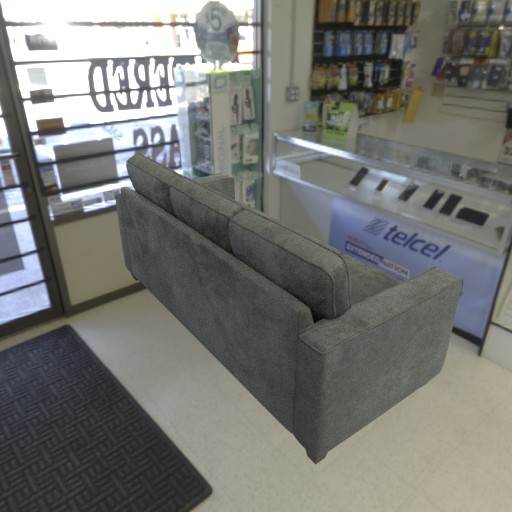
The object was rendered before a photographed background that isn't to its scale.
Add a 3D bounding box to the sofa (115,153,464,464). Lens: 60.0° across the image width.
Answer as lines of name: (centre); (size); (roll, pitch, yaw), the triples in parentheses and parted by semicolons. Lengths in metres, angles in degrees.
sofa: (0.000, 0.000, 2.676); (0.939, 0.965, 2.133); (-19, 33, -32)
